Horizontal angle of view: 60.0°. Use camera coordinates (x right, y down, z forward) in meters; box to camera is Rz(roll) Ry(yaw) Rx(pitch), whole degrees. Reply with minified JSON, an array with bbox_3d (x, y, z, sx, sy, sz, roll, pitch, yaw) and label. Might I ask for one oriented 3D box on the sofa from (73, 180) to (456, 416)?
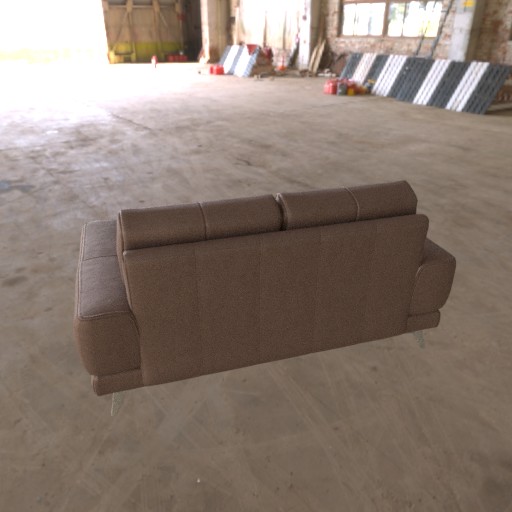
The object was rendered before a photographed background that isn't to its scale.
[{"bbox_3d":[0.000,0.000,2.382,1.806,0.907,1.018,-8,29,-15],"label":"sofa"}]
